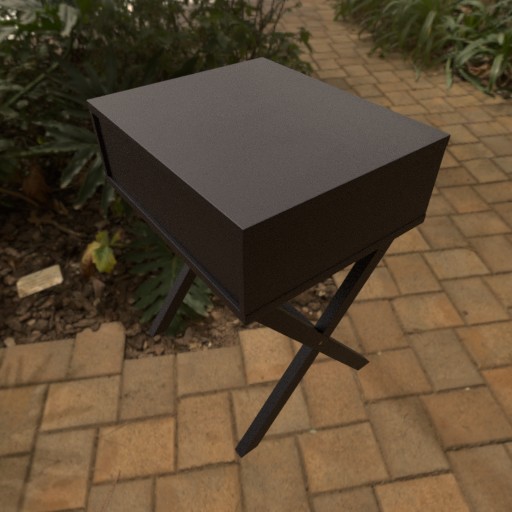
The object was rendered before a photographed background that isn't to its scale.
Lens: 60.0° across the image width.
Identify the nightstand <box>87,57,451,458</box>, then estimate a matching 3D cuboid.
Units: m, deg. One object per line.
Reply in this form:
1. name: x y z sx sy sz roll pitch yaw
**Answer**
1. nightstand: 0.000 0.000 0.948 0.402 0.623 0.479 -27 48 -27
